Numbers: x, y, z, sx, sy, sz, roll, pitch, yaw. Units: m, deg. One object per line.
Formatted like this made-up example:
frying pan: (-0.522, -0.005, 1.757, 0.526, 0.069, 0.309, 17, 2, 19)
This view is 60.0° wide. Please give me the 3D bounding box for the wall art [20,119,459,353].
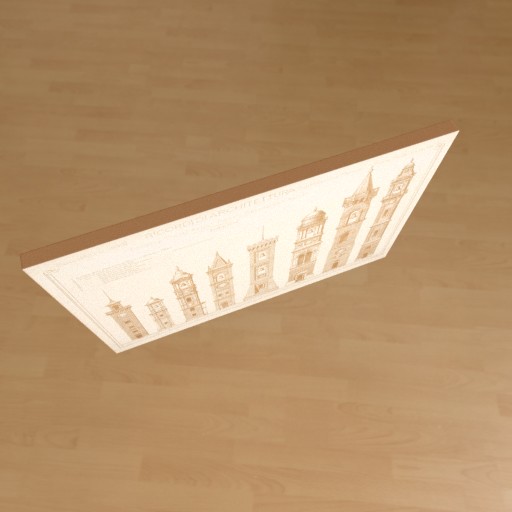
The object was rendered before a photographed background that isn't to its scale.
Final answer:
wall art: (0.000, 0.000, 1.150, 0.915, 0.608, 0.033, -19, 65, -9)
